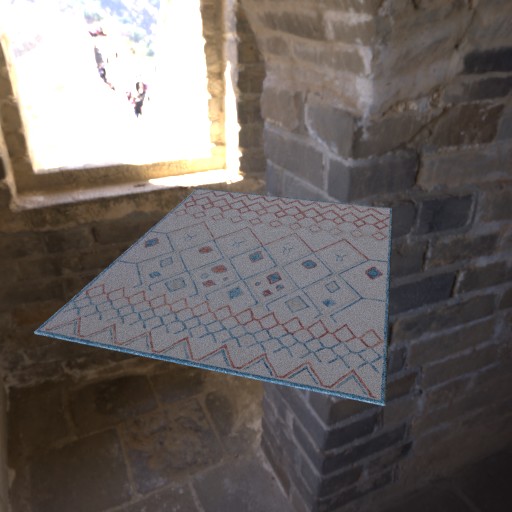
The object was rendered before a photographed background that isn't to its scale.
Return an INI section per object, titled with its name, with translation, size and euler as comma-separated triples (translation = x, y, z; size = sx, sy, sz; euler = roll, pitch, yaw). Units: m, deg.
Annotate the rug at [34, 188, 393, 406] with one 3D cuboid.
[rug]
translation = 0.000, 0.000, 4.158
size = 2.441, 0.016, 3.050
euler = 8, 30, 14
